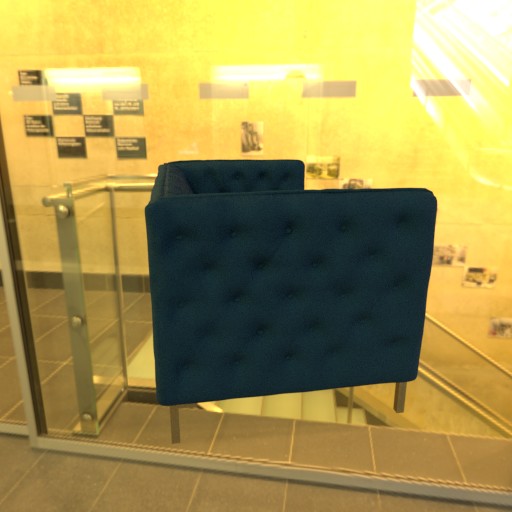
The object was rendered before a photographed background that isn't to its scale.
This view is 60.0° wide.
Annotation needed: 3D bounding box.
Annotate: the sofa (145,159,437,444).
[{"bbox_3d":[0.000,0.000,2.098,0.909,0.810,1.583,-3,16,-10],"label":"sofa"}]
